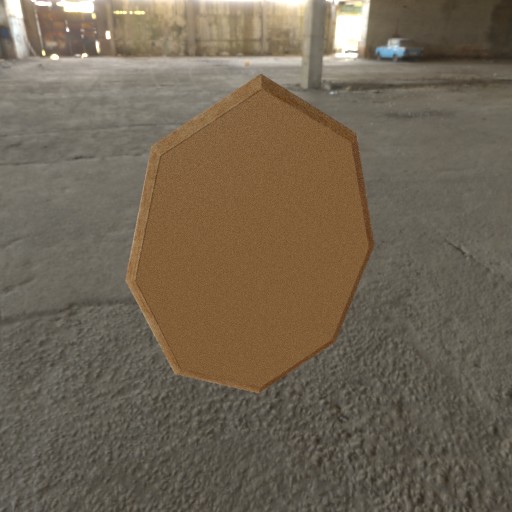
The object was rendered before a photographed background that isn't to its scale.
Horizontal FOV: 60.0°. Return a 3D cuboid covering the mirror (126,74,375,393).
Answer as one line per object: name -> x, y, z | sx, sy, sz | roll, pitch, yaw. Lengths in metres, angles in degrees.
mirror -> 0.000, 0.000, 1.010 | 0.577, 0.774, 0.070 | -8, 28, -15
